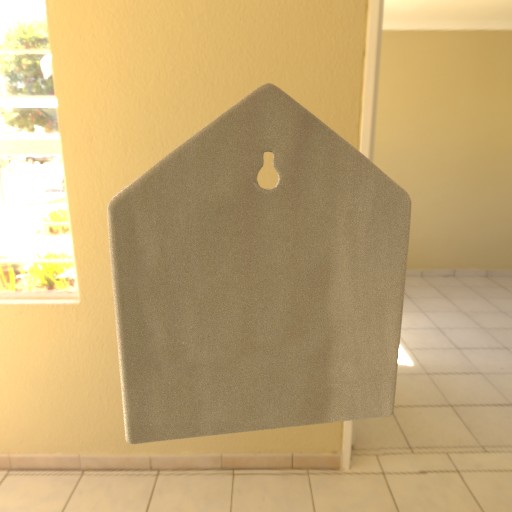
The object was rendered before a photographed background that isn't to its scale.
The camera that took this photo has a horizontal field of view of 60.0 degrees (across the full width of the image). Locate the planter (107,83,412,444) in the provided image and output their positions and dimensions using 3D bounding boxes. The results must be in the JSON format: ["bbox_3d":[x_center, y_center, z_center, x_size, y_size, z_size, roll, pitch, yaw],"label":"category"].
[{"bbox_3d":[0.000,0.000,0.276,0.163,0.194,0.080,-2,15,-9],"label":"planter"}]
